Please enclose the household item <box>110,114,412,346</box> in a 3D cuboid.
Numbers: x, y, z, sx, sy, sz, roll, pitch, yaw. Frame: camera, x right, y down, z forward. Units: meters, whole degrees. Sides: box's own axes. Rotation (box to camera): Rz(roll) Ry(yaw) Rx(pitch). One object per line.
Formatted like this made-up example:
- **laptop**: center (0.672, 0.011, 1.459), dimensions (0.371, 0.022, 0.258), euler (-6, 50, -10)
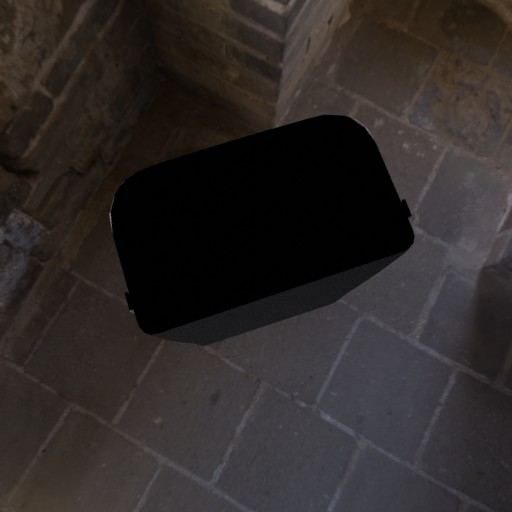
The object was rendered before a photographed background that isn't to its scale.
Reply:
- **household item**: center (0.000, 0.000, 0.144), dimensions (0.070, 0.114, 0.038), euler (-18, 77, -4)
